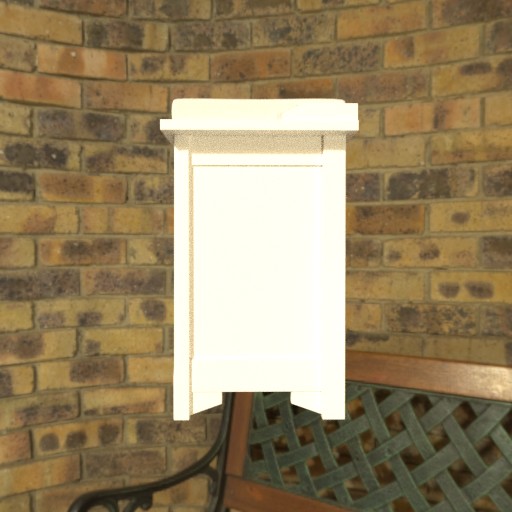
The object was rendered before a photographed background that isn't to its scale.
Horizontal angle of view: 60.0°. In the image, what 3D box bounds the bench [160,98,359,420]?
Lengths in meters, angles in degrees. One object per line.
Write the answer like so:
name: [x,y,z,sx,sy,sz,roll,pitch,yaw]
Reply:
bench: [0.000,0.000,1.270,0.346,0.589,0.987,0,1,-1]
